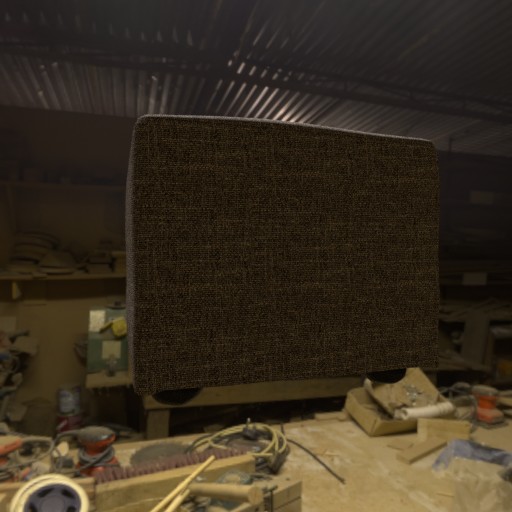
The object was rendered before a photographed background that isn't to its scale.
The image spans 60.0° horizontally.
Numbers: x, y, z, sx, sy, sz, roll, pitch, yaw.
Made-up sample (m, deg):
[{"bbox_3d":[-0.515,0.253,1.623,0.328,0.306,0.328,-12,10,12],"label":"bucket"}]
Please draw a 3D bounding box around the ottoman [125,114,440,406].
[{"bbox_3d":[0.000,0.000,0.919,0.512,0.453,0.521,0,0,-17],"label":"ottoman"}]
